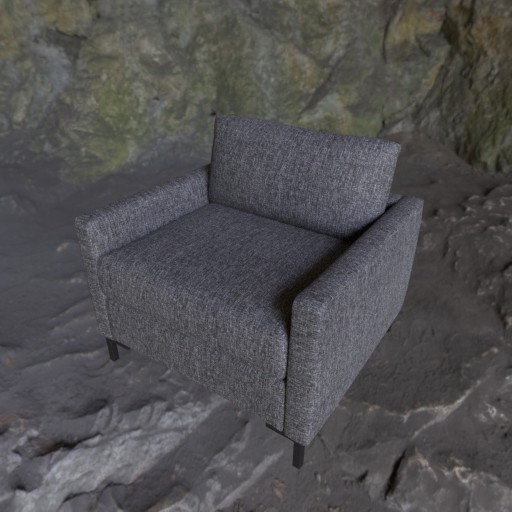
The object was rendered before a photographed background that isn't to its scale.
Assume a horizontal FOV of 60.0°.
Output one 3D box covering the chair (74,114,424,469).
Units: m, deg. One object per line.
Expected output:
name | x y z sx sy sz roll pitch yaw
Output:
chair | 0.000 0.000 1.651 0.963 0.861 0.866 18 34 29
